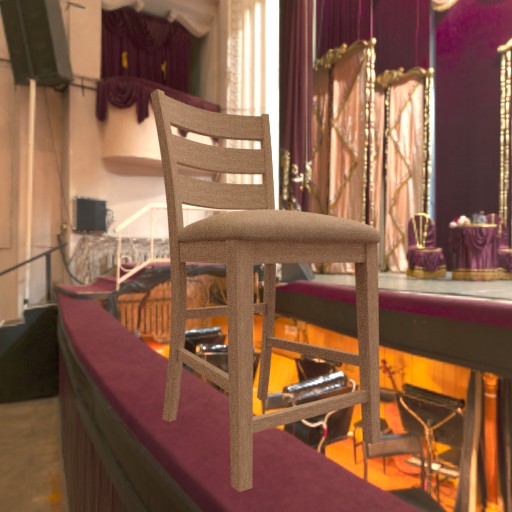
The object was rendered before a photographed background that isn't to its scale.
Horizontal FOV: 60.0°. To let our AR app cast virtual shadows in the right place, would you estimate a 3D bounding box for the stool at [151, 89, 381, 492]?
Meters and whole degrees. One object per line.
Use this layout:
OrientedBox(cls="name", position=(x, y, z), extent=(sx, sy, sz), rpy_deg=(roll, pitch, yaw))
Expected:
OrientedBox(cls="stool", position=(0.000, 0.000, 1.319), extent=(0.484, 1.032, 0.569), rpy_deg=(0, 0, -35))
